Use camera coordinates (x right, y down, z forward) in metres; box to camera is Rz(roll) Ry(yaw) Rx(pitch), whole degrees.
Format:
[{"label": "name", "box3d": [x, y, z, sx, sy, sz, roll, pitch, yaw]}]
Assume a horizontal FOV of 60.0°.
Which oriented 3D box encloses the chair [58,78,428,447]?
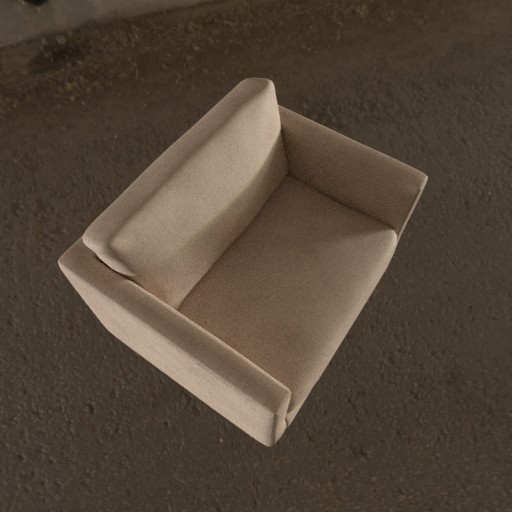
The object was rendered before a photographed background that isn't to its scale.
[{"label": "chair", "box3d": [0.000, 0.000, 1.868, 0.959, 0.961, 1.133, 31, 64, 17]}]
